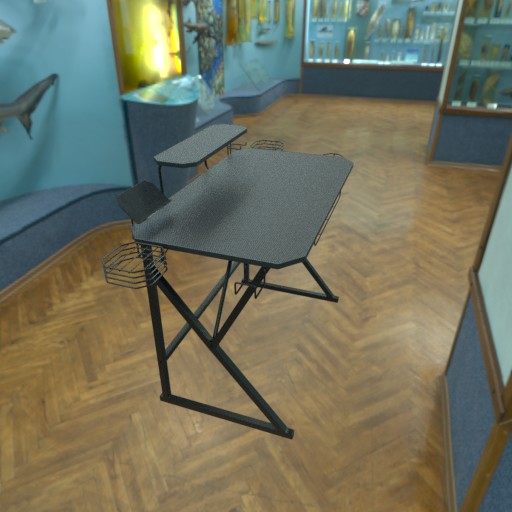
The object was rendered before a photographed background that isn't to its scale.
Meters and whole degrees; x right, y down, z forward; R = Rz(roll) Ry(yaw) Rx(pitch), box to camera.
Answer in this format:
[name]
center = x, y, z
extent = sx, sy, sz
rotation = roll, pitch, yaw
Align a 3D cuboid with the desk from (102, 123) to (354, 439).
[desk]
center = 0.000, 0.000, 1.758
extent = 0.580, 0.880, 1.290
rotation = 10, 31, 17
